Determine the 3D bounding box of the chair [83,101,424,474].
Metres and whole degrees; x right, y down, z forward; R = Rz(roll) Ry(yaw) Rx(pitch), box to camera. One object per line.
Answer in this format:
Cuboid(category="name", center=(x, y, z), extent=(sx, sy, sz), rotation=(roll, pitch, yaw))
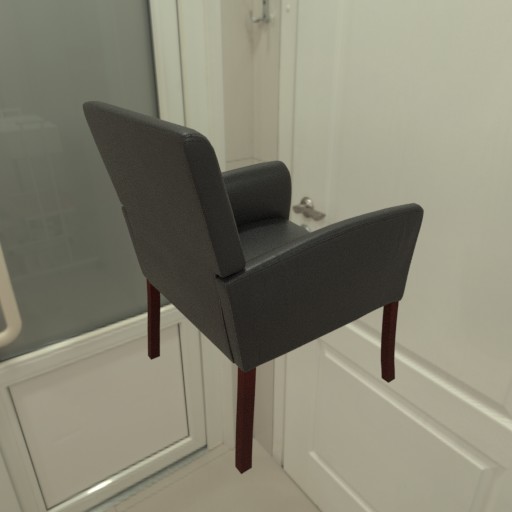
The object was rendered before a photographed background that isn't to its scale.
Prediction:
Cuboid(category="chair", center=(0.000, 0.000, 1.431), extent=(0.772, 0.951, 0.683), rotation=(-17, 31, -32))
